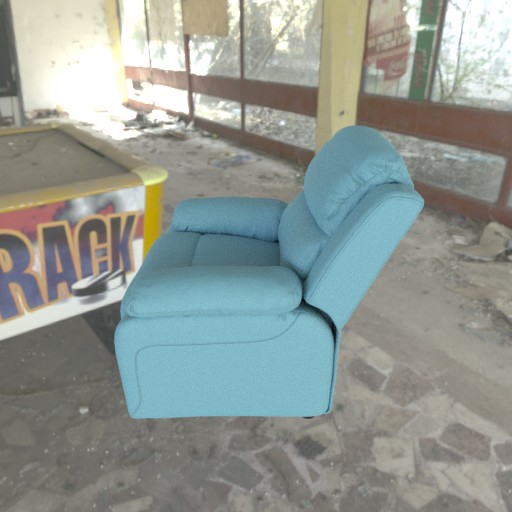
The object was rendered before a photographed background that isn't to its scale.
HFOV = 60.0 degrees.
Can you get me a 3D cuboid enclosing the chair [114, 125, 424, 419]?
[{"bbox_3d":[0.000,0.000,1.275,0.709,0.702,0.680,1,26,1],"label":"chair"}]
